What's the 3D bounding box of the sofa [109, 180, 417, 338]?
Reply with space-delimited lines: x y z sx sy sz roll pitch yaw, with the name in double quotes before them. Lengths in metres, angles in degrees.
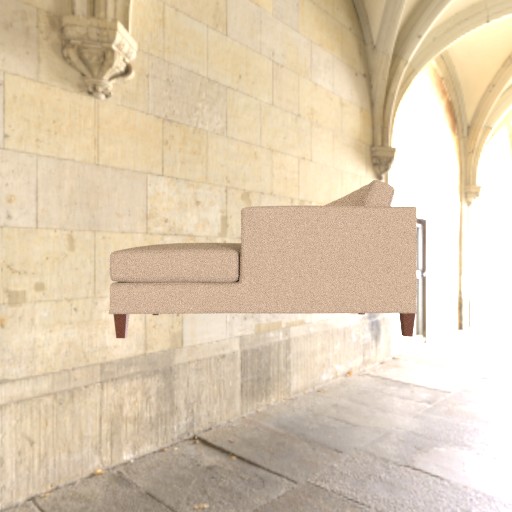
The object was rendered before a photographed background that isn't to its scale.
"sofa" 0.000 0.000 3.872 1.625 0.861 3.186 0 0 -2
